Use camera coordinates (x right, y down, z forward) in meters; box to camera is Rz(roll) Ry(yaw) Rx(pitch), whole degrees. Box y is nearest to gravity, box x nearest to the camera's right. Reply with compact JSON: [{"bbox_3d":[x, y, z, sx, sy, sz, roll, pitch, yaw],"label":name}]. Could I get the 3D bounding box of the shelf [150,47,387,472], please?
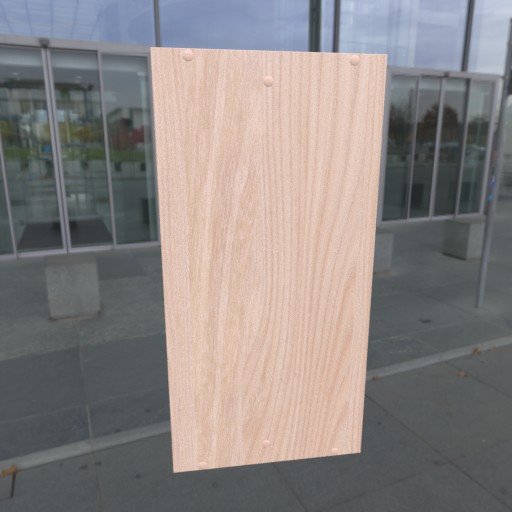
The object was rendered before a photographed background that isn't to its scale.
[{"bbox_3d":[0.000,0.000,0.757,0.297,0.594,0.290,-2,15,-8],"label":"shelf"}]
